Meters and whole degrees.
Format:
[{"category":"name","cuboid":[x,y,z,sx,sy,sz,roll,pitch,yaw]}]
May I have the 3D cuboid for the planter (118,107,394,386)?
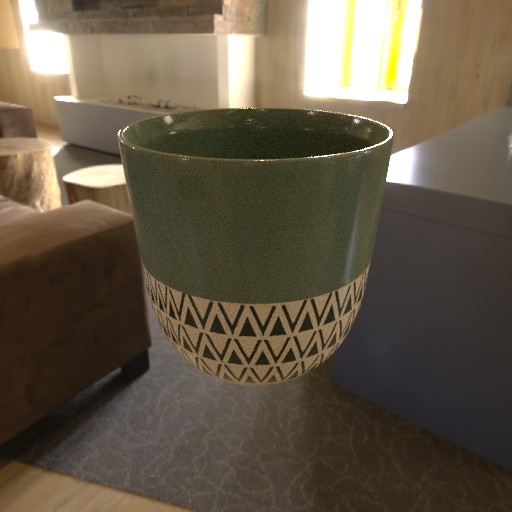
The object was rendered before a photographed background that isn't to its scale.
[{"category":"planter","cuboid":[0.000,0.000,0.377,0.198,0.214,0.198,0,26,0]}]
